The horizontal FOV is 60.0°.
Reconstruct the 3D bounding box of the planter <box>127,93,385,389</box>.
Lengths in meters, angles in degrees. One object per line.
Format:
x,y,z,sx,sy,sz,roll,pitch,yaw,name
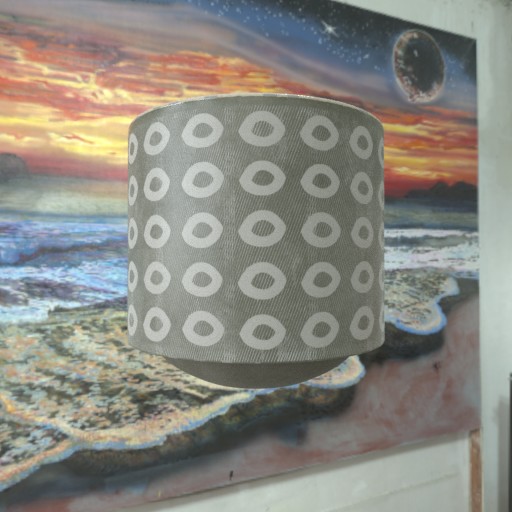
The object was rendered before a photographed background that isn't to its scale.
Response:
0.000,0.000,0.450,0.250,0.239,0.250,0,0,0,planter
